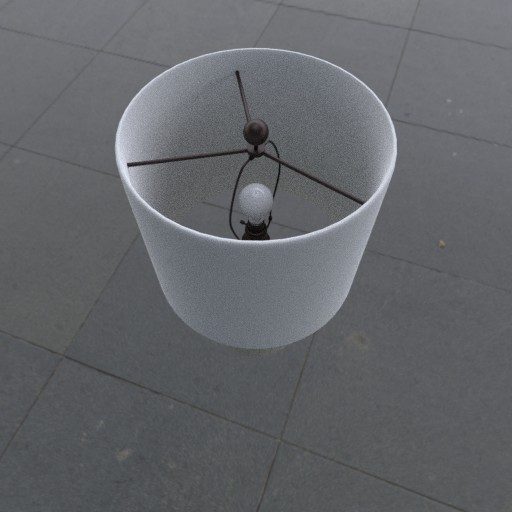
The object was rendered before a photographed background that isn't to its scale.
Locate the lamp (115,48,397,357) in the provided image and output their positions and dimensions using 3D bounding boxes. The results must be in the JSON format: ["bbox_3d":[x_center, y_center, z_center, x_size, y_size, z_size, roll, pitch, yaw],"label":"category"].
[{"bbox_3d":[0.000,0.000,0.750,0.329,0.570,0.329,31,62,18],"label":"lamp"}]
